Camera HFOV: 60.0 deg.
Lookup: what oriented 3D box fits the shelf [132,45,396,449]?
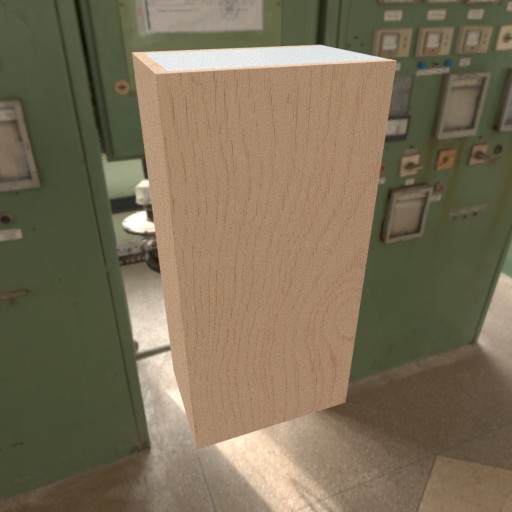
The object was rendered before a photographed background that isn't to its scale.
[{"bbox_3d":[0.000,0.000,0.725,0.290,0.600,0.200,-11,32,-17],"label":"shelf"}]
